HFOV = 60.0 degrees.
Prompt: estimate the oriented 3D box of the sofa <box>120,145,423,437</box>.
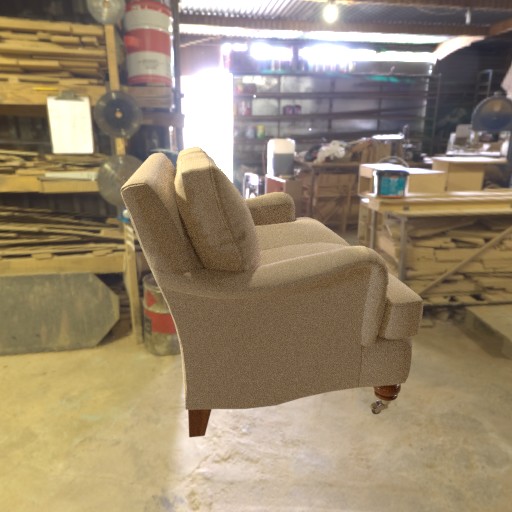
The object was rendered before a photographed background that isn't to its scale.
[{"bbox_3d":[0.000,0.000,2.248,1.087,1.048,1.508,-3,17,-9],"label":"sofa"}]
